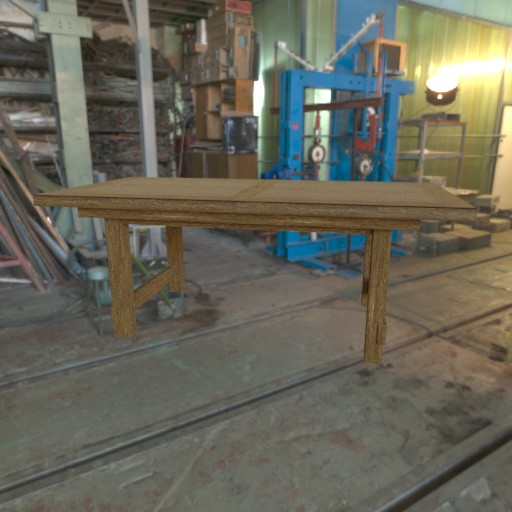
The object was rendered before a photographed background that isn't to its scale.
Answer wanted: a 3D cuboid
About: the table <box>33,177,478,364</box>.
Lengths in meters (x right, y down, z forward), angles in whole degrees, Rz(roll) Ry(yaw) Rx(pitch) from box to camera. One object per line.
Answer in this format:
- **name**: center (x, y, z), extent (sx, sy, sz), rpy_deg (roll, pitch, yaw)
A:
- **table**: center (0.000, 0.000, 2.497), extent (1.982, 0.762, 1.000), rpy_deg (3, 15, 12)
